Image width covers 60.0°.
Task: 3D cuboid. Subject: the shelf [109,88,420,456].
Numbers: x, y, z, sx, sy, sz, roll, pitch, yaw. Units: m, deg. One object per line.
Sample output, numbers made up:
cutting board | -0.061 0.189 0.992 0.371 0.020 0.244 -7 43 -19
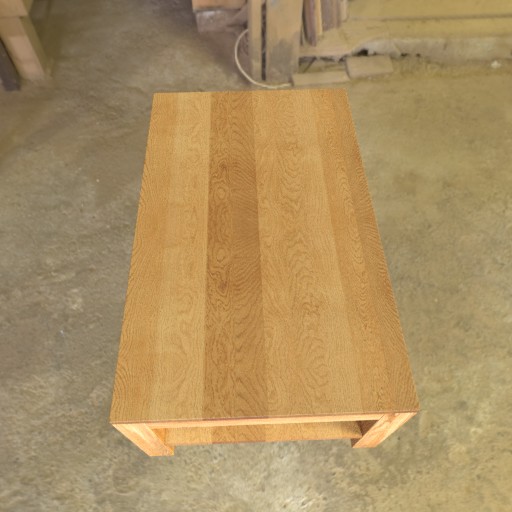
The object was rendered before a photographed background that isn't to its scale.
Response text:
shelf | 0.000 0.000 1.495 0.700 0.450 1.150 -2 57 -1
